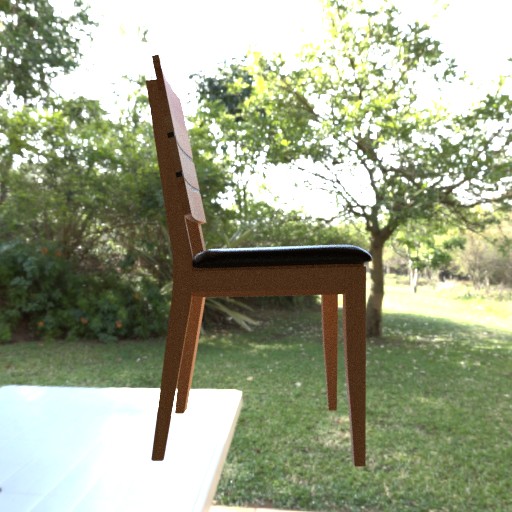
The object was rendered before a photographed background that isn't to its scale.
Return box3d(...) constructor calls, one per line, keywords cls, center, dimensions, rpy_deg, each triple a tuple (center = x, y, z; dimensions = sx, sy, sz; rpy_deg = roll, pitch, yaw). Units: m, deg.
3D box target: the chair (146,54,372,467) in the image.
box3d(cls="chair", center=(0.000, 0.000, 1.177), dimensions=(0.520, 0.940, 0.410), rpy_deg=(0, 0, 0))
